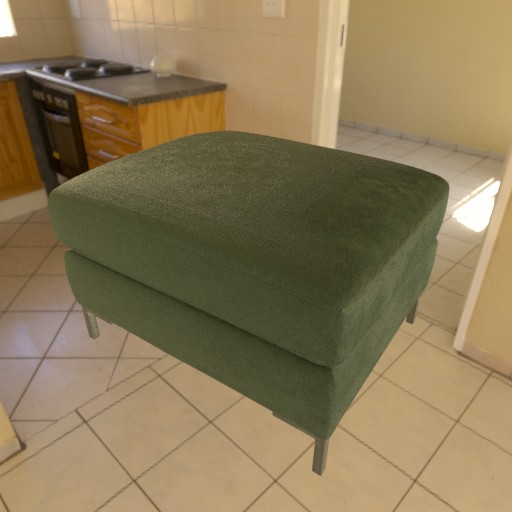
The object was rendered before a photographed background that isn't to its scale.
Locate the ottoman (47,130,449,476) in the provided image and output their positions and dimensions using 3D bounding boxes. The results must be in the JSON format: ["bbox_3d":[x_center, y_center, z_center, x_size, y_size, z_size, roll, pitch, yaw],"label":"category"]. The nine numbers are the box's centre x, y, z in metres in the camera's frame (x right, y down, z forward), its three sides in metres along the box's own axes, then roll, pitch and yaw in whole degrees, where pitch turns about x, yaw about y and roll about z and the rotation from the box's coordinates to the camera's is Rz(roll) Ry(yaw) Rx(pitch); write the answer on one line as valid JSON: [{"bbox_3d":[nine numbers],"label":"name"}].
[{"bbox_3d":[0.000,0.000,1.263,0.839,0.538,0.701,20,36,29],"label":"ottoman"}]
